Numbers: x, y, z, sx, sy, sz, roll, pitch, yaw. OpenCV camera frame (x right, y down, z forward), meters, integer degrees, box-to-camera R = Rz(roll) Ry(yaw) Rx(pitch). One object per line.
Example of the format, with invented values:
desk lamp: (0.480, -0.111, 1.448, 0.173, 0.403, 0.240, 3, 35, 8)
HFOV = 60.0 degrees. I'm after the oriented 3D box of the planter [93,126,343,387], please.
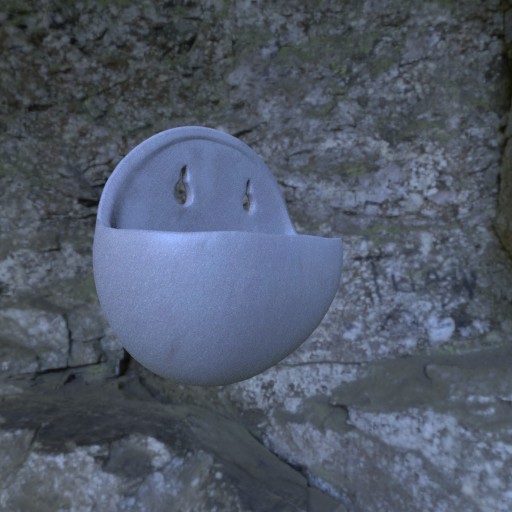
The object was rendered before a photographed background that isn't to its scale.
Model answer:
planter: (0.000, 0.000, 0.273, 0.073, 0.164, 0.190, 0, 0, 37)
